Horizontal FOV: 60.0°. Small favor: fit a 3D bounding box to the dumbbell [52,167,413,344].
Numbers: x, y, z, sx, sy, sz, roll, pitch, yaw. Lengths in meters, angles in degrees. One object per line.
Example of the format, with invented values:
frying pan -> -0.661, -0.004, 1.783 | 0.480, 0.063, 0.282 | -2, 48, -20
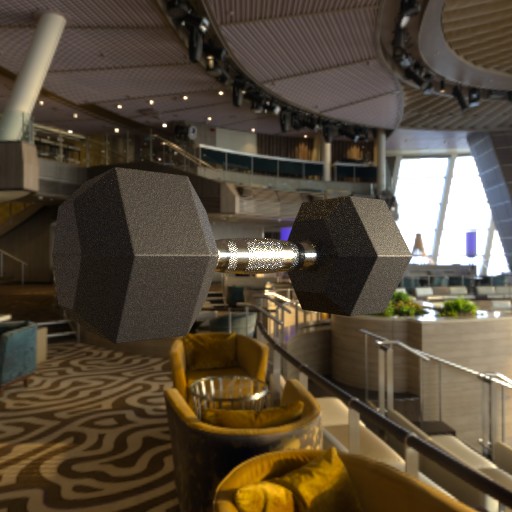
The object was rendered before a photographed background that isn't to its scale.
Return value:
dumbbell -> 0.000, 0.000, 0.388 | 0.315, 0.113, 0.129 | 0, 0, -36
